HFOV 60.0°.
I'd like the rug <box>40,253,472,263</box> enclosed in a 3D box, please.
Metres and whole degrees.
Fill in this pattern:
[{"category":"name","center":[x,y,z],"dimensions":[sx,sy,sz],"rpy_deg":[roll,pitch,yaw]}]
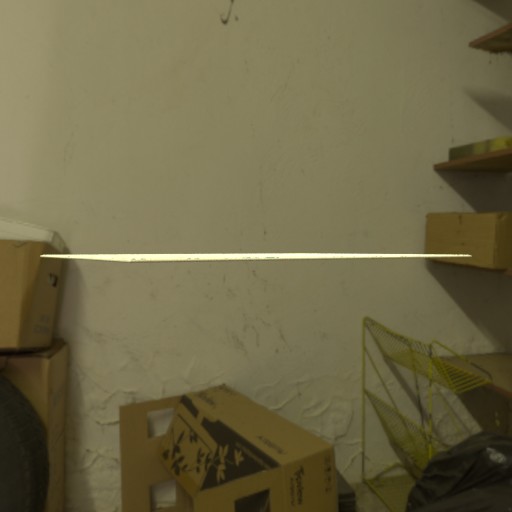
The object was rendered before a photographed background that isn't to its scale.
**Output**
[{"category":"rug","center":[0.000,0.000,2.781],"dimensions":[2.197,0.014,1.586],"rpy_deg":[-1,1,-36]}]
